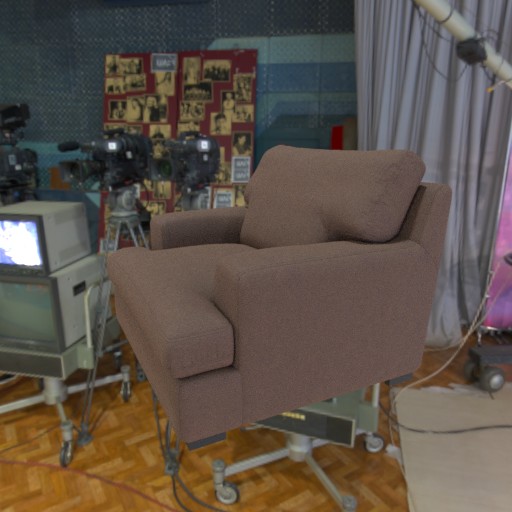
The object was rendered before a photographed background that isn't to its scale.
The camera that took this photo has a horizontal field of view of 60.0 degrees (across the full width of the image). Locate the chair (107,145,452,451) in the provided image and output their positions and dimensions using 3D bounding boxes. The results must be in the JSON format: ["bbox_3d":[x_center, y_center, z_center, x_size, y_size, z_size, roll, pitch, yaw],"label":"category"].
[{"bbox_3d":[0.000,0.000,1.980,1.143,0.940,1.168,-8,17,-26],"label":"chair"}]
